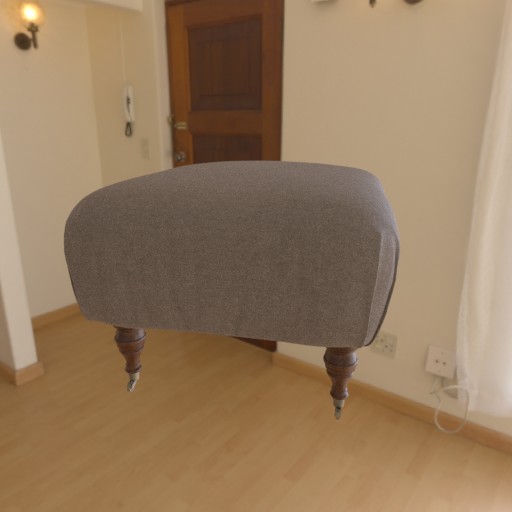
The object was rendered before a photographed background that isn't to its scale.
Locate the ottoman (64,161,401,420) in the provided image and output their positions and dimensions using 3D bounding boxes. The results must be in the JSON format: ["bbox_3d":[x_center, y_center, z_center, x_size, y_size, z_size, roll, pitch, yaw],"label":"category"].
[{"bbox_3d":[0.000,0.000,1.112,0.622,0.450,0.747,4,17,12],"label":"ottoman"}]
